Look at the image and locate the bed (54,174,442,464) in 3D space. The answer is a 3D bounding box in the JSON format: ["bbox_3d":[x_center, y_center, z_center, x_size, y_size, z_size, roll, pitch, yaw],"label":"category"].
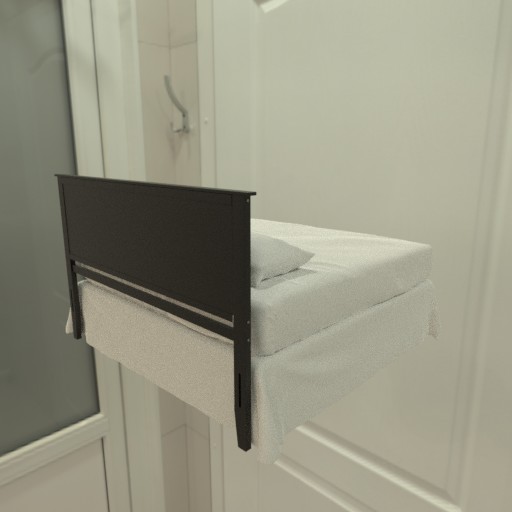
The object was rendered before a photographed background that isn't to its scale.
[{"bbox_3d":[0.000,0.000,3.462,2.315,1.271,2.219,13,19,43],"label":"bed"}]
